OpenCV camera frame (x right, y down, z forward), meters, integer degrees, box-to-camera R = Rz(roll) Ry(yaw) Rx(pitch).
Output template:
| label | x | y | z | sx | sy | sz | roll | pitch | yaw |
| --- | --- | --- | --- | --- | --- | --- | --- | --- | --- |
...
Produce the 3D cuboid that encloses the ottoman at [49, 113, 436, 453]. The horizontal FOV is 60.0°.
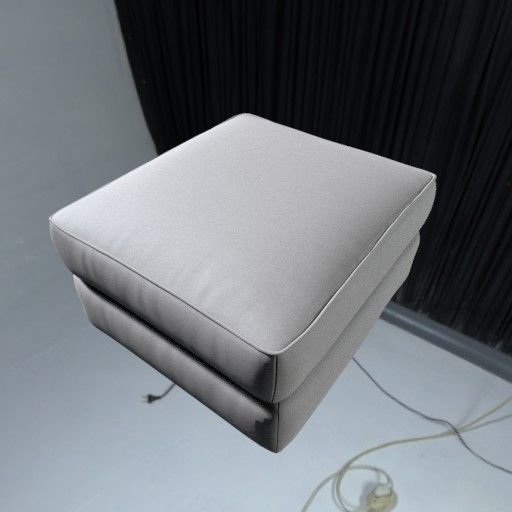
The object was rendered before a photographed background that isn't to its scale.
| label | x | y | z | sx | sy | sz | roll | pitch | yaw |
| --- | --- | --- | --- | --- | --- | --- | --- | --- | --- |
| ottoman | 0.000 | 0.000 | 1.148 | 0.662 | 0.505 | 0.721 | 26 | 48 | 27 |
